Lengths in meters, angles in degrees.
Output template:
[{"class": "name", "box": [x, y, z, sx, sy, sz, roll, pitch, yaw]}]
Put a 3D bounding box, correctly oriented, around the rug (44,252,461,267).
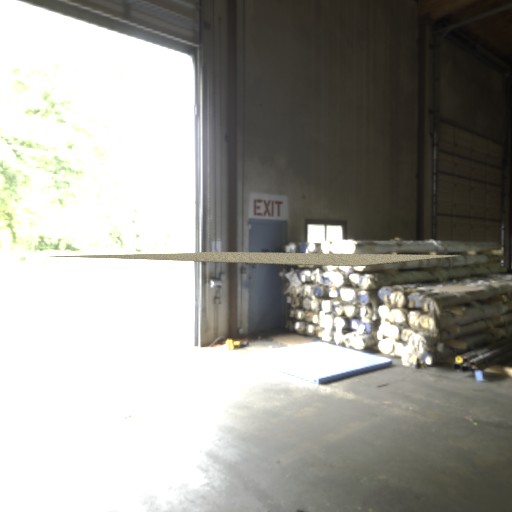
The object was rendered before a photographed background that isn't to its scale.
[{"class": "rug", "box": [0.000, 0.000, 4.117, 3.045, 0.008, 2.421, 1, 2, 36]}]
